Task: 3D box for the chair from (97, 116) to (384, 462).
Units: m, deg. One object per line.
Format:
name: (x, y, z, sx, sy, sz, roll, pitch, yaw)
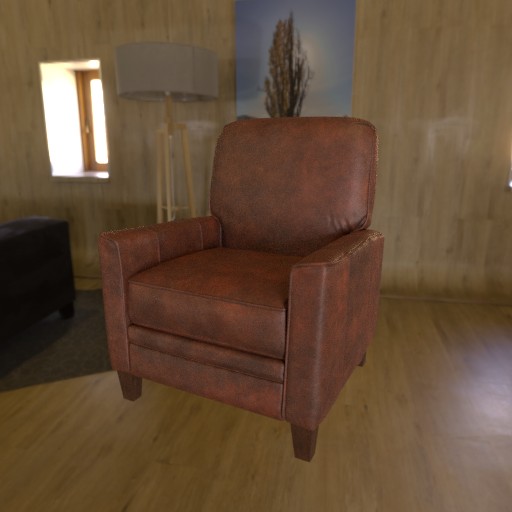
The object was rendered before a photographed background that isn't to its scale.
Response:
chair: (0.000, 0.000, 1.693, 0.843, 1.043, 0.836, 8, 16, 27)
